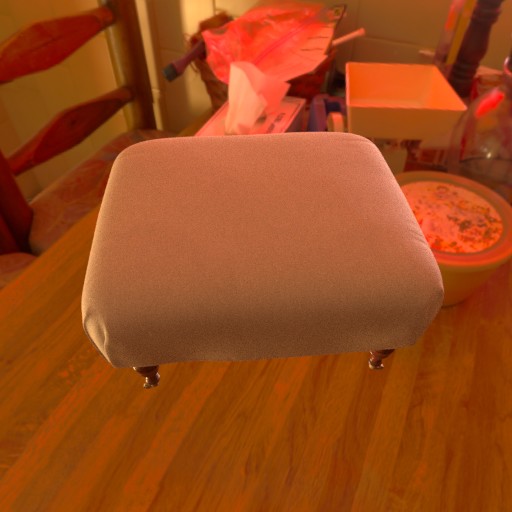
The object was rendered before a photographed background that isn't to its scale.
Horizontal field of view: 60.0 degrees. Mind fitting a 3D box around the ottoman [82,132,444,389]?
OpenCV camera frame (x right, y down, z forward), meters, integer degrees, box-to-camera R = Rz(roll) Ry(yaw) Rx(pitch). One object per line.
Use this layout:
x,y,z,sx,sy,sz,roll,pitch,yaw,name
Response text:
0.000,0.000,1.149,0.746,0.450,0.622,-4,46,-4,ottoman
